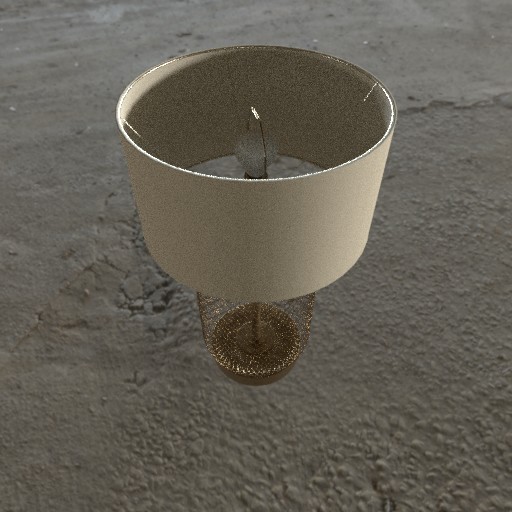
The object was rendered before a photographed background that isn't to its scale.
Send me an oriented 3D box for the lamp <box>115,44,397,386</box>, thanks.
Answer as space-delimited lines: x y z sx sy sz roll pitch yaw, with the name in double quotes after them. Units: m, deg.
0.000 0.000 0.773 0.353 0.578 0.353 0 46 0 "lamp"
